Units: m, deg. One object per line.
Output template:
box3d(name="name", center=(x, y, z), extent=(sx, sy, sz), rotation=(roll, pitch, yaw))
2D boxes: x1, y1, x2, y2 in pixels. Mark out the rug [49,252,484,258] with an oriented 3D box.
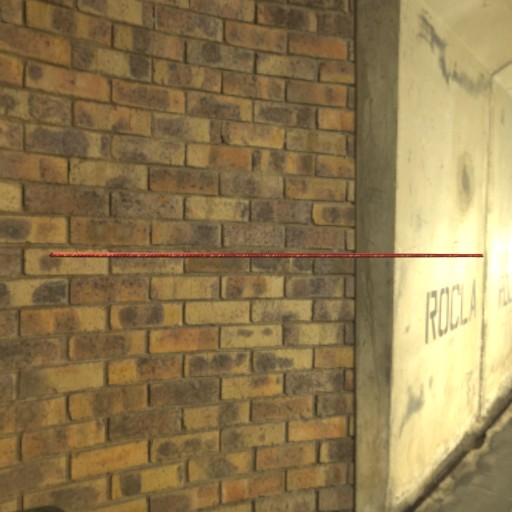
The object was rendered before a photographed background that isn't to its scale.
box3d(name="rug", center=(0.000, 0.000, 2.344), extent=(1.835, 0.018, 1.230), rotation=(0, 0, -17))
